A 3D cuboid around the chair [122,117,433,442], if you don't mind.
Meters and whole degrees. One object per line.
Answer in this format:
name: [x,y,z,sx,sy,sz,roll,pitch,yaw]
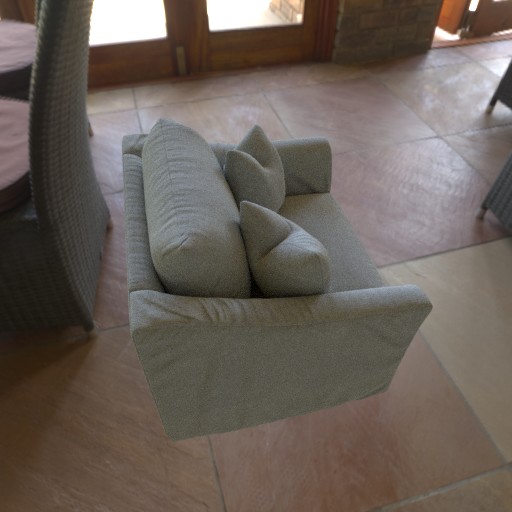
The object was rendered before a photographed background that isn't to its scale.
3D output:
chair: [0.000,0.000,2.061,1.071,1.059,1.194,-10,47,-9]
